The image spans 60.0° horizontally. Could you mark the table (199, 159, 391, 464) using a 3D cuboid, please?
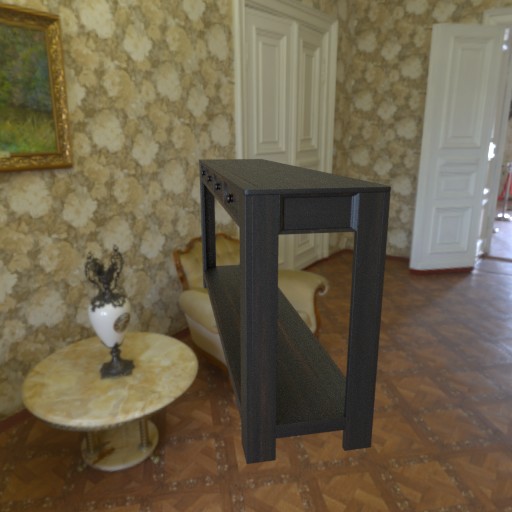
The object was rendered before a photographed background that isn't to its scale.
[{"bbox_3d":[0.000,0.000,1.944,0.384,0.762,1.631,-3,15,-10],"label":"table"}]
